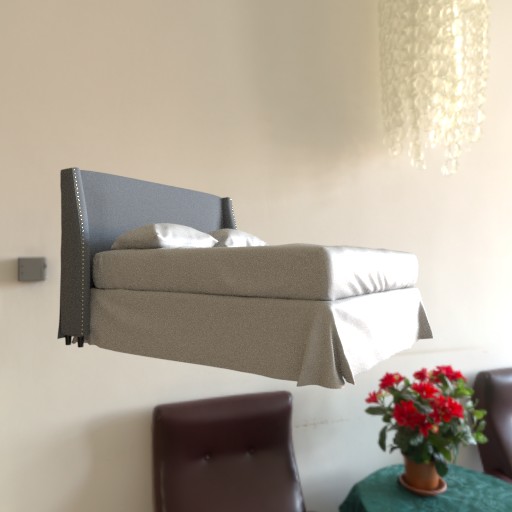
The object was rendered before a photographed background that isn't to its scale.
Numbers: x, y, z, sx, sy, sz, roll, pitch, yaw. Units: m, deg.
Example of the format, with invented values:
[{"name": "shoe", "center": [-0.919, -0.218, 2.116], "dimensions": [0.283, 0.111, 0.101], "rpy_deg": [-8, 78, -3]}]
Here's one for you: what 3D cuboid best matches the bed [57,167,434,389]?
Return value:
[{"name": "bed", "center": [0.000, 0.000, 3.431], "dimensions": [2.276, 1.332, 1.925], "rpy_deg": [-1, -1, 35]}]
